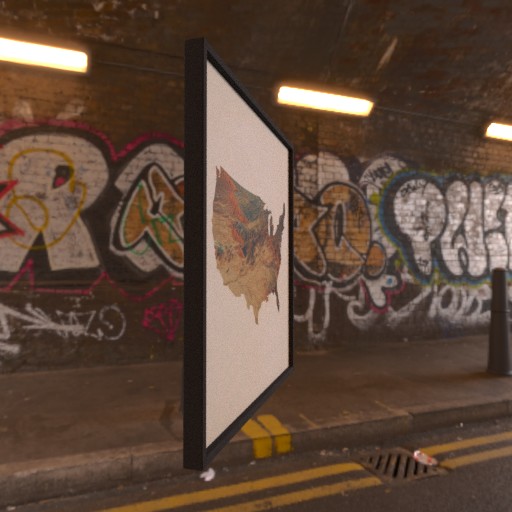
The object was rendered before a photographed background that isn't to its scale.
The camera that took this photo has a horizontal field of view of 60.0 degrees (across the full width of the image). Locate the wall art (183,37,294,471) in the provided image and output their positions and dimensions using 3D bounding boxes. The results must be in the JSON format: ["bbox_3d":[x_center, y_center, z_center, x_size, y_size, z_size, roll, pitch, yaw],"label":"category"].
[{"bbox_3d":[0.000,0.000,1.147,0.038,0.762,0.762,0,-1,17],"label":"wall art"}]
